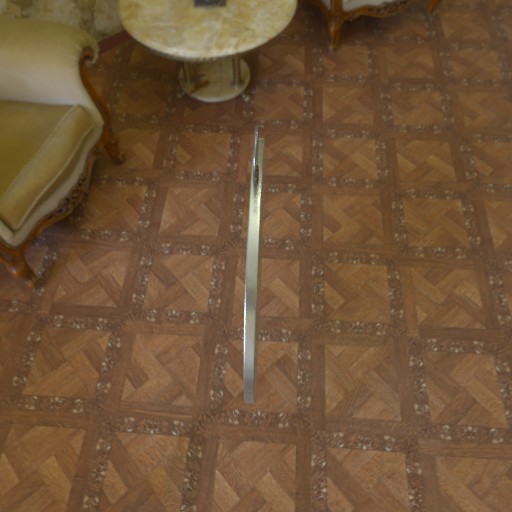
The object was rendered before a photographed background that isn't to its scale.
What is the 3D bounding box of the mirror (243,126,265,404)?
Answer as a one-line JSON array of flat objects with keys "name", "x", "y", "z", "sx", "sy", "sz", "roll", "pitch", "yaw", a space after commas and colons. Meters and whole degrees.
[{"name": "mirror", "x": 0.000, "y": 0.000, "z": 0.984, "sx": 0.020, "sy": 0.713, "sz": 0.594, "roll": 2, "pitch": 58, "yaw": 1}]
